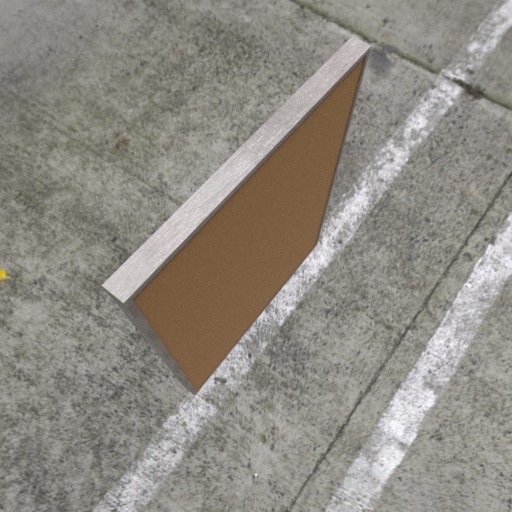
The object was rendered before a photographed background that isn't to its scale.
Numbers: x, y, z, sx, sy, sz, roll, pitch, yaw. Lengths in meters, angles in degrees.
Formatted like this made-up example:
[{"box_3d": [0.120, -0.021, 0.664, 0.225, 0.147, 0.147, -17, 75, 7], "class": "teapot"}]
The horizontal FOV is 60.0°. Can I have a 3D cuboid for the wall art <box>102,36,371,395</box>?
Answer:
[{"box_3d": [0.000, 0.000, 0.704, 0.032, 0.521, 0.421, 35, 69, 16], "class": "wall art"}]
